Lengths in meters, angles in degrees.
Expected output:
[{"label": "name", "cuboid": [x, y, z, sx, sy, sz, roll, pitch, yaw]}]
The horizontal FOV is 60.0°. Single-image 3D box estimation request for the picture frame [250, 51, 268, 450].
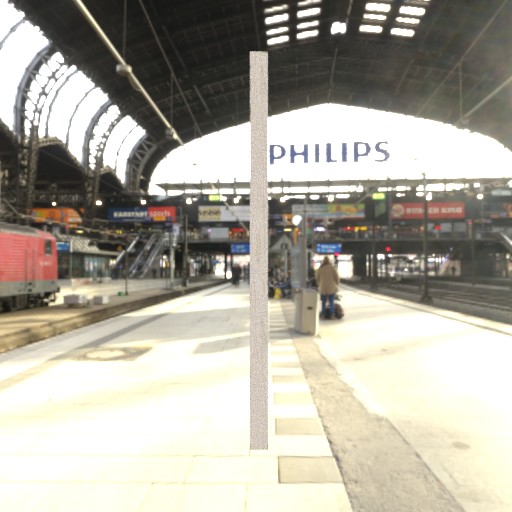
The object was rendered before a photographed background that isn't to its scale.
[{"label": "picture frame", "cuboid": [0.000, 0.000, 1.187, 0.029, 0.640, 0.950, 0, -1, -1]}]
